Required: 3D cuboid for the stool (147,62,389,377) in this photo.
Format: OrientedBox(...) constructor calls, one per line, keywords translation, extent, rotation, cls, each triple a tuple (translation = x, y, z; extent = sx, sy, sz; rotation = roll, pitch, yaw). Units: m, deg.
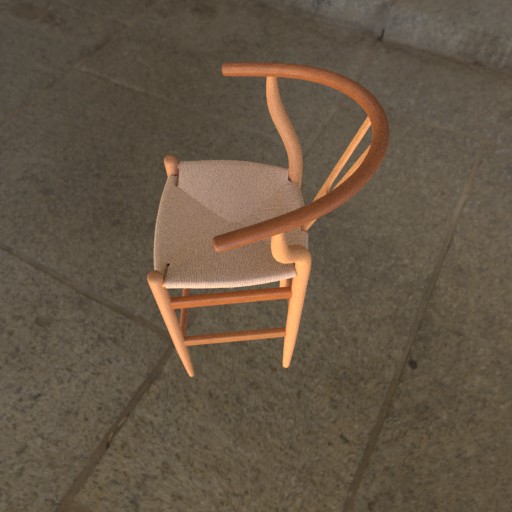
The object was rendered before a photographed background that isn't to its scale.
OrientedBox(translation=(0.000, 0.000, 1.377), extent=(0.561, 1.068, 0.574), rotation=(0, 57, 0), cls="stool")
